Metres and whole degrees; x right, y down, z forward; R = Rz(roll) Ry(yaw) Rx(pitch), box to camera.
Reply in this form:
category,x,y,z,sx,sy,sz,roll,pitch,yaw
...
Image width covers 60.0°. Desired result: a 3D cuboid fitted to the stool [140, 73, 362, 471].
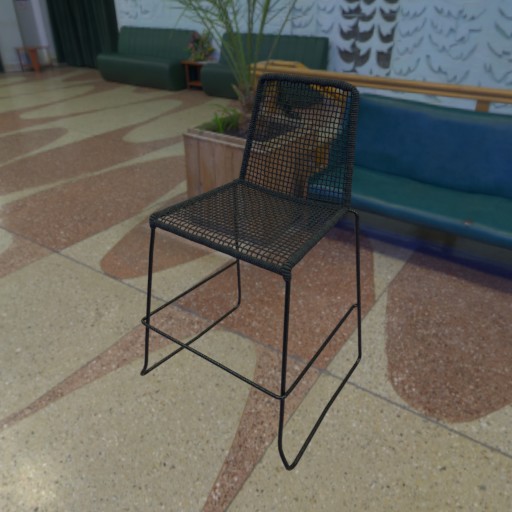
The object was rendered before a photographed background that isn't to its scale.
category,x,y,z,sx,sy,sz,roll,pitch,yaw
stool,0.000,0.000,1.265,0.590,0.905,0.509,20,37,30
